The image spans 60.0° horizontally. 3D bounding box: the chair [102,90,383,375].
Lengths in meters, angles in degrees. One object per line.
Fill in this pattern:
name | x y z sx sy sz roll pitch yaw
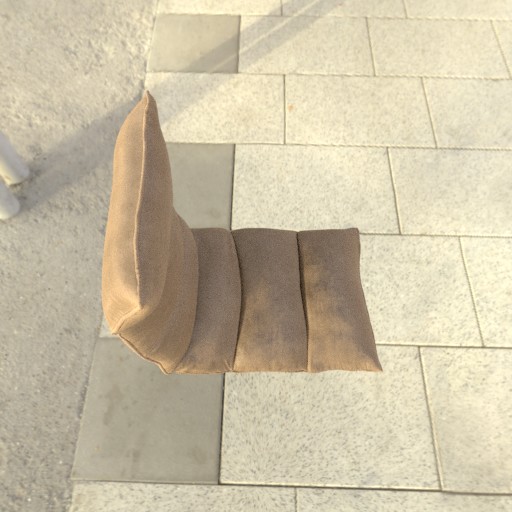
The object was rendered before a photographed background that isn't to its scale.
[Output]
chair | 0.000 0.000 1.609 0.985 0.892 0.714 -1 63 0
